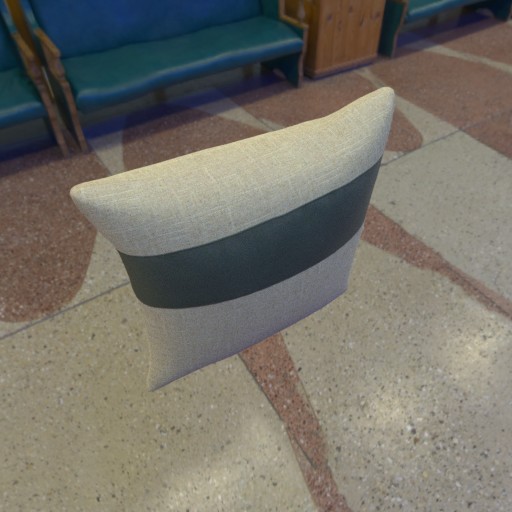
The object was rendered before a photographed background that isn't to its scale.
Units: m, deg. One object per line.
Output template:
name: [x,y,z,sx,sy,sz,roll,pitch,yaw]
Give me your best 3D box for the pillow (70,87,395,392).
pillow: [0.000,0.000,0.635,0.414,0.399,0.173,-24,50,-21]
